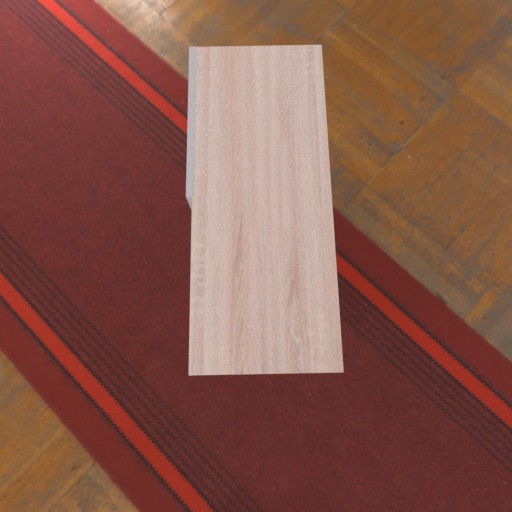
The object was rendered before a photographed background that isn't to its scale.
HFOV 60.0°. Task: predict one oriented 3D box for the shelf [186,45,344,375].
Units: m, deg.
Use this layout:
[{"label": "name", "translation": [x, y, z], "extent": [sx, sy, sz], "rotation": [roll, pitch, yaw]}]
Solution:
[{"label": "shelf", "translation": [0.000, 0.000, 1.941], "extent": [0.434, 1.405, 0.995], "rotation": [-1, 75, 0]}]
